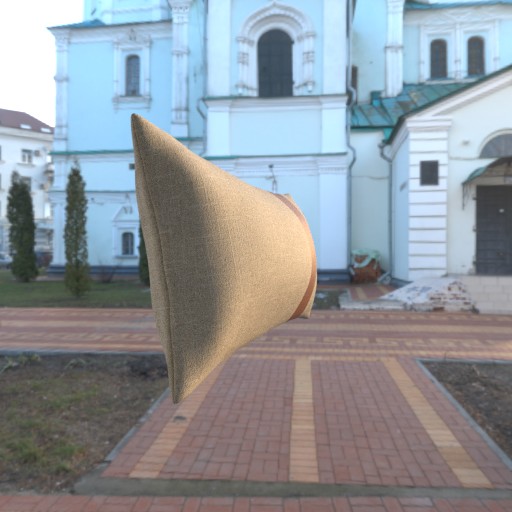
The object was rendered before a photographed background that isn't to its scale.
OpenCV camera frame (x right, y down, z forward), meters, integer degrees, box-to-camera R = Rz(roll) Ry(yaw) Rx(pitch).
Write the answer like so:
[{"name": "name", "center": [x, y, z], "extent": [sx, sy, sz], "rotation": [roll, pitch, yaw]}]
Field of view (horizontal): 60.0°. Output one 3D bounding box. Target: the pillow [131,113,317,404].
[{"name": "pillow", "center": [0.000, 0.000, 0.717], "extent": [0.155, 0.282, 0.612], "rotation": [0, 0, 19]}]
